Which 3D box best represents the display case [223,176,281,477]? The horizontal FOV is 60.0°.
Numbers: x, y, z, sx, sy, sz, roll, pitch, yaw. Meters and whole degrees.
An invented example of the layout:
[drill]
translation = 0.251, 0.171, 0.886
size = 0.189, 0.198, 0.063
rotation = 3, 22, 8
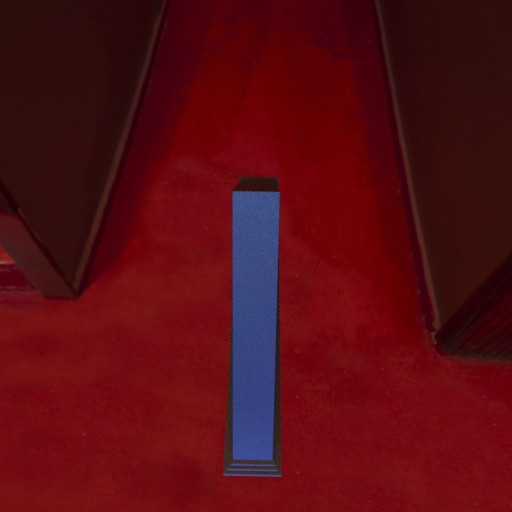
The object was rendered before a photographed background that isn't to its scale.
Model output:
[display case]
translation = 0.000, 0.000, 0.749
size = 0.095, 0.340, 0.640
rotation = 1, 59, 1
